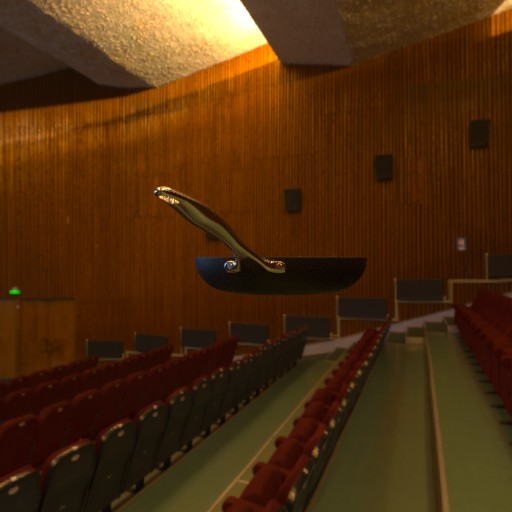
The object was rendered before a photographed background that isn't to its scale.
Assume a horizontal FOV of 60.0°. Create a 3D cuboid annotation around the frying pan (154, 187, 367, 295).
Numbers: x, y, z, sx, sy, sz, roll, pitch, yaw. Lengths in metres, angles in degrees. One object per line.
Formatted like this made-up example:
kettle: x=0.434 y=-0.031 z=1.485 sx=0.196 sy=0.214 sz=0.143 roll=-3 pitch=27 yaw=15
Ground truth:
frying pan: x=0.000 y=0.000 z=0.565 sx=0.255 sy=0.105 sz=0.472 roll=0 pitch=0 yaw=19
